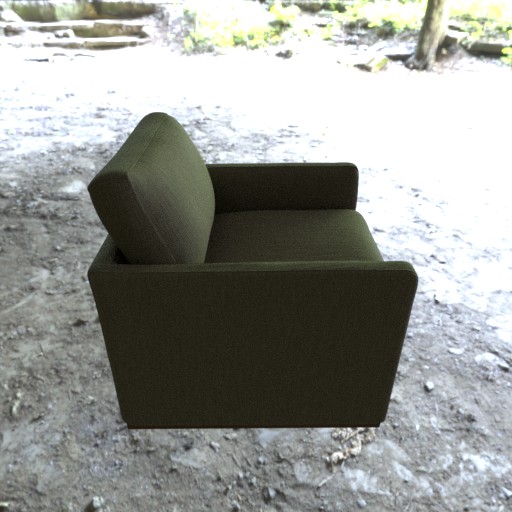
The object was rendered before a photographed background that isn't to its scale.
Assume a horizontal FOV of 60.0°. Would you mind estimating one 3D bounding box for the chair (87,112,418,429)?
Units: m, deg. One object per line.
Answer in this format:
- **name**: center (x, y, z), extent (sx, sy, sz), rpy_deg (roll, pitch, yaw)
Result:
- **chair**: center (0.000, 0.000, 1.473), extent (0.834, 0.811, 0.763), rpy_deg (0, 32, 0)
